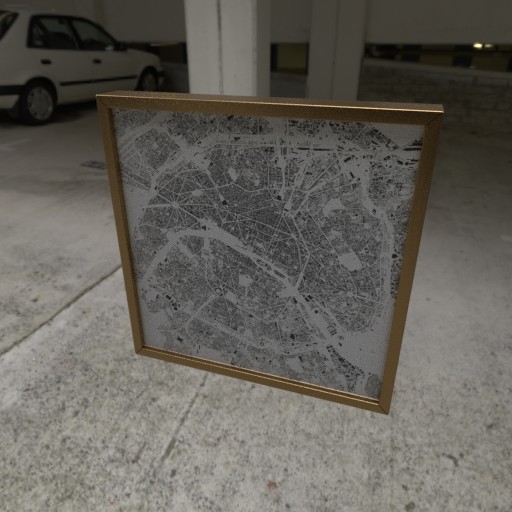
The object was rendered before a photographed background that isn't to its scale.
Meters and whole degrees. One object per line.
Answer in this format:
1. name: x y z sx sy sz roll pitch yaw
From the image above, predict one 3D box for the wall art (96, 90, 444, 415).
1. wall art: 0.000 0.000 0.453 0.305 0.305 0.037 9 28 17
